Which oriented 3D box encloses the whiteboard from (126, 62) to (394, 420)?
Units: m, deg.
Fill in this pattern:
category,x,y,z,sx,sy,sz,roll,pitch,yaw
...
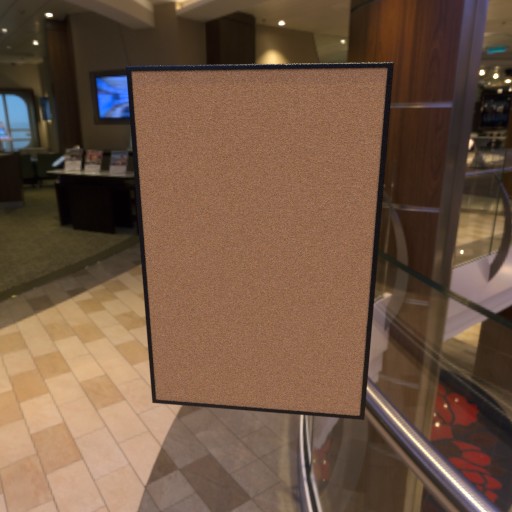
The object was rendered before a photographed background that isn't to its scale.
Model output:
category,x,y,z,sx,sy,sz,roll,pitch,yaw
whiteboard,0.000,0.000,0.766,0.406,0.611,0.026,2,17,7
